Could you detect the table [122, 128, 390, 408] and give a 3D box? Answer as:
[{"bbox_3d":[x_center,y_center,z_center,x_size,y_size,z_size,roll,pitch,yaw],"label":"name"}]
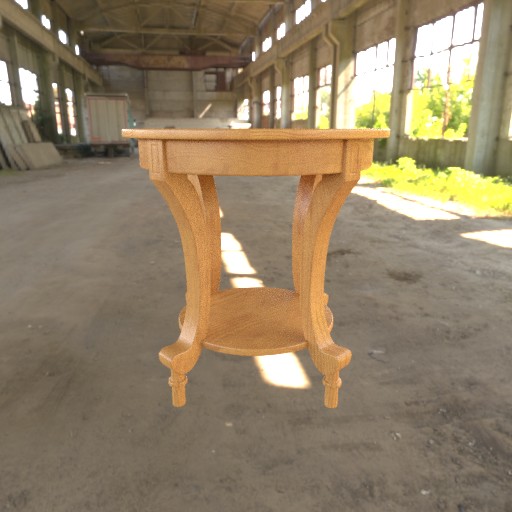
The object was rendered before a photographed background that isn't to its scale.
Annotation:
[{"bbox_3d":[0.000,0.000,1.109,0.597,0.612,0.597,0,16,0],"label":"table"}]
